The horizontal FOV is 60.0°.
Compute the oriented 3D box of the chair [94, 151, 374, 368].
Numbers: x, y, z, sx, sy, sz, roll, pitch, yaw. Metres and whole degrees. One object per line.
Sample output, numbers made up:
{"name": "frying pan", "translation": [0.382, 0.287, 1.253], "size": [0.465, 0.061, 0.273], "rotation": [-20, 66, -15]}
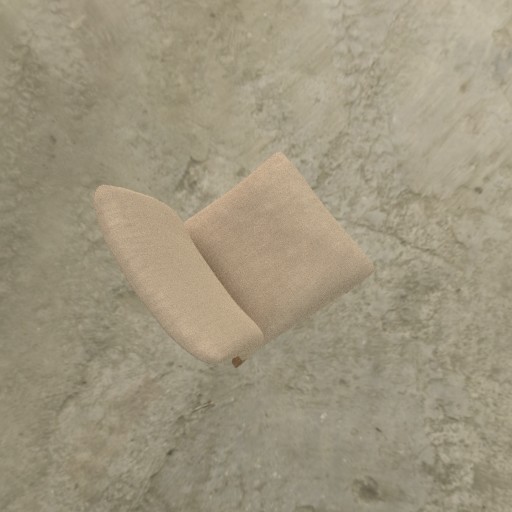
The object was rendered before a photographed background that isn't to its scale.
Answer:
{"name": "chair", "translation": [0.000, 0.000, 1.331], "size": [0.585, 0.940, 0.496], "rotation": [-35, 79, -8]}
